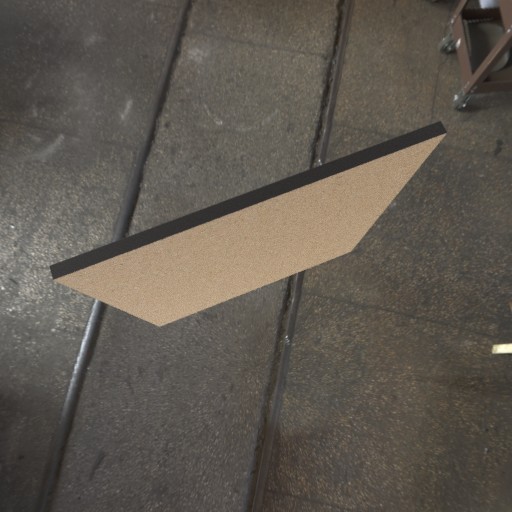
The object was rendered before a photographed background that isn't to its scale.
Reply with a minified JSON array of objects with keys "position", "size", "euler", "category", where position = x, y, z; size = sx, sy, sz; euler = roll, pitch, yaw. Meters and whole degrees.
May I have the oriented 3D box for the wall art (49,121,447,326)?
[{"position":[0.000,0.000,1.211],"size":[0.755,0.863,0.028],"euler":[-21,77,-5],"category":"wall art"}]
